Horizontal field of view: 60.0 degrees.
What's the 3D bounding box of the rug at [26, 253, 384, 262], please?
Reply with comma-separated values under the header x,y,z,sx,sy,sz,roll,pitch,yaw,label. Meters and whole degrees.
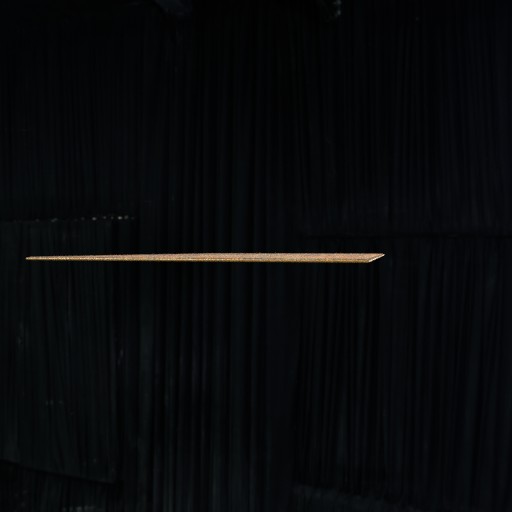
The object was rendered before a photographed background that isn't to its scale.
x,y,z,sx,sy,sz,roll,pitch,yaw,label
0.000,0.000,3.796,2.043,0.019,2.916,0,1,17,rug
